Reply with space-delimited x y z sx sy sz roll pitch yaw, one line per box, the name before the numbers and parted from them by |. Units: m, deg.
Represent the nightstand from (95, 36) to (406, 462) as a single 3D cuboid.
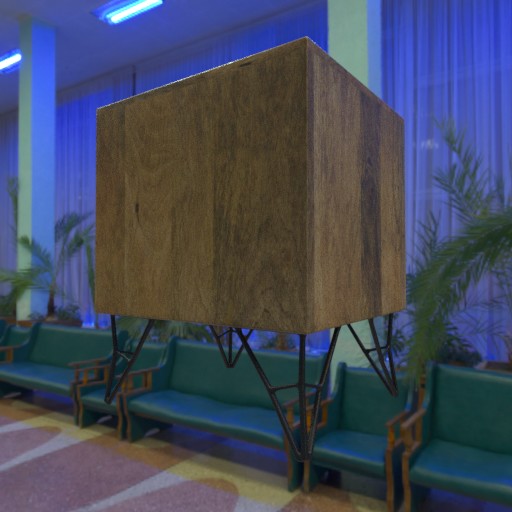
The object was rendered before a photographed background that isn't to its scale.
nightstand | 0.000 0.000 0.866 0.457 0.559 0.406 -1 -2 36
